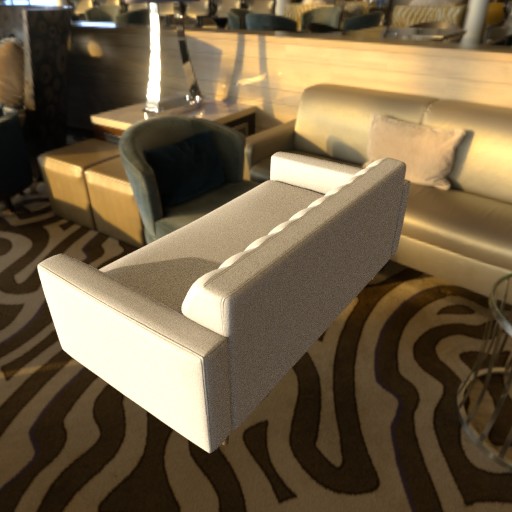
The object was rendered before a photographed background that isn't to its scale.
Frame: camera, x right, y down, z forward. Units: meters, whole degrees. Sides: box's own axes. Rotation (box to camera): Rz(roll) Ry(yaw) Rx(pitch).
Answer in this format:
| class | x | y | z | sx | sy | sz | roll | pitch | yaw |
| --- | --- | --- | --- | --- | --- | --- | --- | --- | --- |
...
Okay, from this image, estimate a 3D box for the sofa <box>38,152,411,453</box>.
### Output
| class | x | y | z | sx | sy | sz | roll | pitch | yaw |
| --- | --- | --- | --- | --- | --- | --- | --- | --- | --- |
| sofa | 0.000 | 0.000 | 2.386 | 0.969 | 0.814 | 1.895 | 21 | 37 | 30 |
